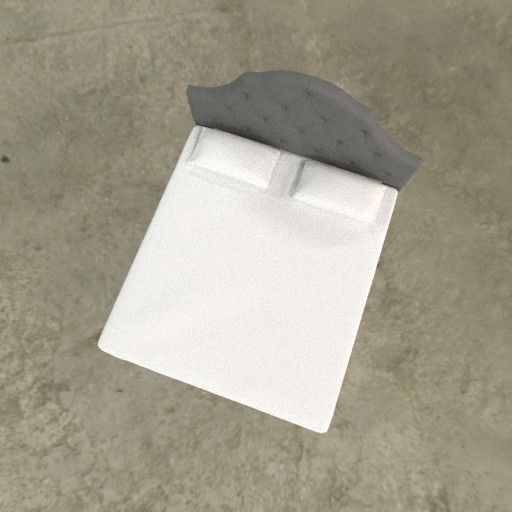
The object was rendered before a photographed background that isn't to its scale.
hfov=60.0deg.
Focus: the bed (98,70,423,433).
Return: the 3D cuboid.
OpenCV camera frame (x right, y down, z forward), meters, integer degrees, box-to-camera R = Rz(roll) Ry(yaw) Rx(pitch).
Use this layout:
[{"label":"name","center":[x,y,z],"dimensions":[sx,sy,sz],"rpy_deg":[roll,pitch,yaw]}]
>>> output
[{"label":"bed","center":[0.000,0.000,3.480],"dimensions":[2.008,1.615,2.214],"rpy_deg":[19,76,5]}]
